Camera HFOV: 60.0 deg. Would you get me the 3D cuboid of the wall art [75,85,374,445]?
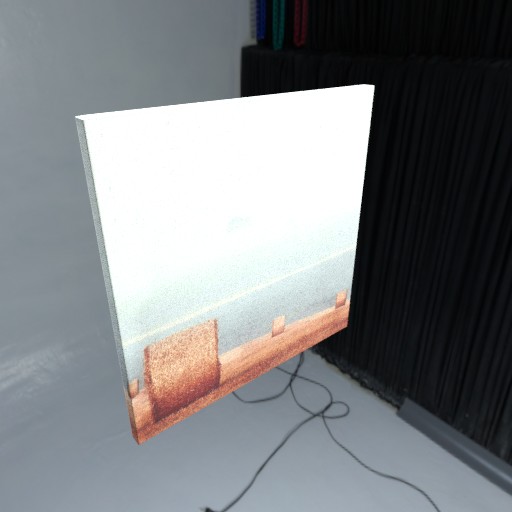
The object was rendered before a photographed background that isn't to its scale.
[{"bbox_3d":[0.000,0.000,1.120,0.760,0.760,0.042,-20,33,-34],"label":"wall art"}]
